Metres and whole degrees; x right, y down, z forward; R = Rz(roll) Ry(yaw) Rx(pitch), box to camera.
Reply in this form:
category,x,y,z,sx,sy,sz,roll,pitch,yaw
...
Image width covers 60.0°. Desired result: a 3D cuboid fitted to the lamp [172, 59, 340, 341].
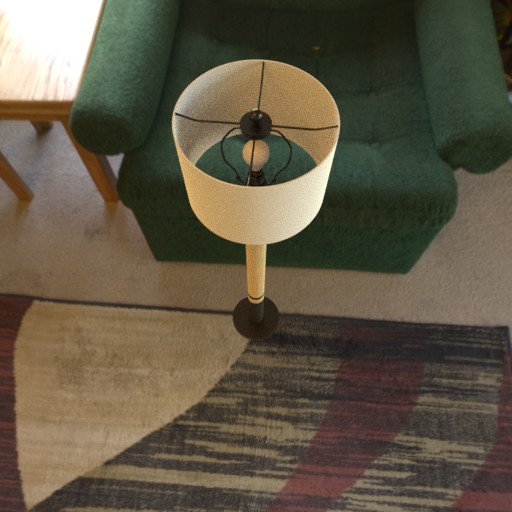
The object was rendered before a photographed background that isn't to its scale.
category,x,y,z,sx,sy,sz,roll,pitch,yaw
lamp,0.000,0.000,1.650,0.381,1.478,0.381,-13,65,-6
